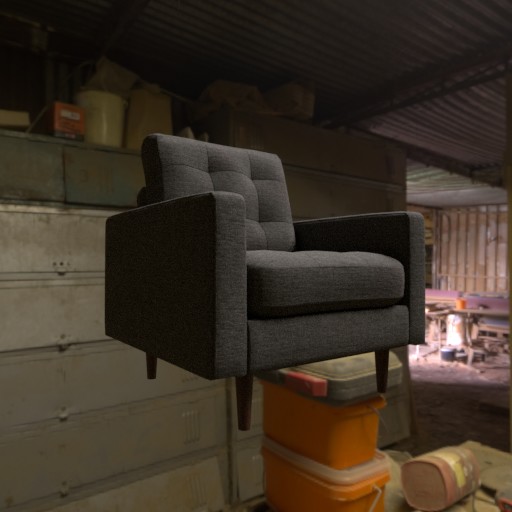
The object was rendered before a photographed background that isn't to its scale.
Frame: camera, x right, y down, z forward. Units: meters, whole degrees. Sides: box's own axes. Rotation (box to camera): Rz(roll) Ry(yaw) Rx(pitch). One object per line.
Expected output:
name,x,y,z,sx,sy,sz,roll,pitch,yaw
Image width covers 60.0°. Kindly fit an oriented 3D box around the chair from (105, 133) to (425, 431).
chair,0.000,0.000,1.539,0.821,0.880,0.843,0,-1,-36
